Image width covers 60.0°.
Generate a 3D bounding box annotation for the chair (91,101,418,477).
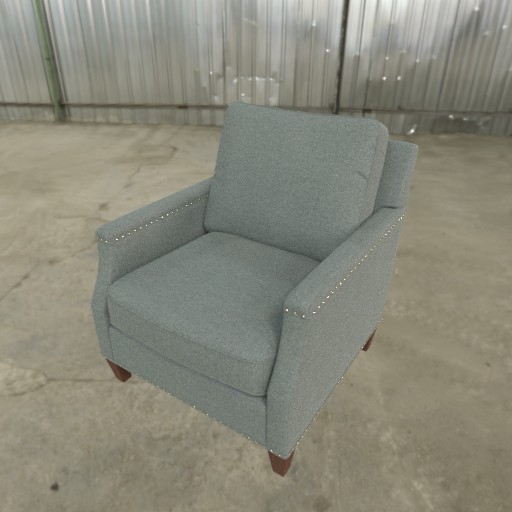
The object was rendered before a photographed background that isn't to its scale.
[{"bbox_3d":[0.000,0.000,1.760,0.885,1.031,1.031,18,34,29],"label":"chair"}]
